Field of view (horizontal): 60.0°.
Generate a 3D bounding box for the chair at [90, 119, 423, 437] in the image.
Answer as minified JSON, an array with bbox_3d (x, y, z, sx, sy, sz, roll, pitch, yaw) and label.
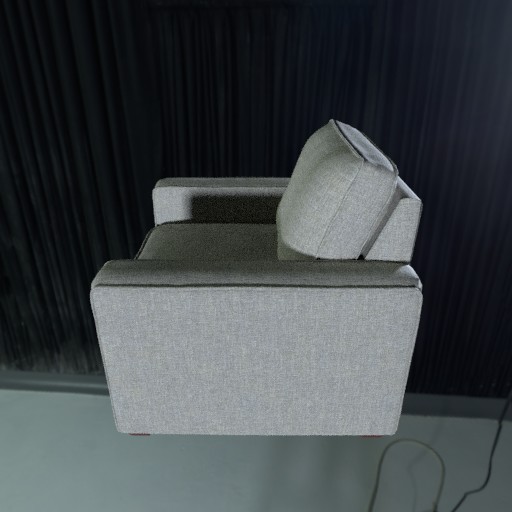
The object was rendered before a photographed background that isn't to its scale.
[{"bbox_3d":[0.000,0.000,1.694,0.940,0.914,1.016,0,27,0],"label":"chair"}]
